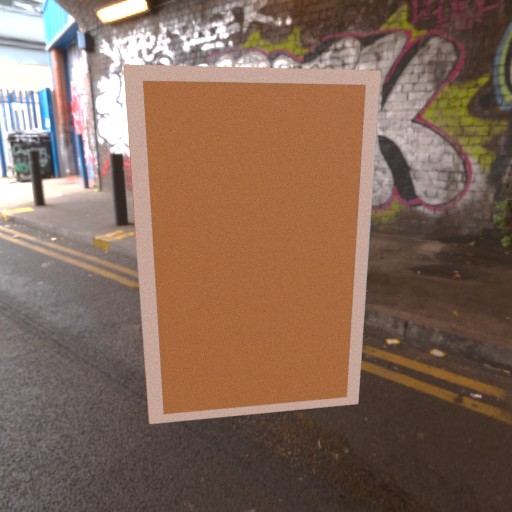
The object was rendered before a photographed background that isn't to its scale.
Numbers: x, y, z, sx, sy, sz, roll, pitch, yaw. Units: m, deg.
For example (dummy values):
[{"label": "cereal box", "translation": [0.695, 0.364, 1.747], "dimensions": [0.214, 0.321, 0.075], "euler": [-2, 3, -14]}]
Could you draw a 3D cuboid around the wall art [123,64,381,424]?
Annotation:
[{"label": "wall art", "translation": [0.000, 0.000, 0.777], "dimensions": [0.401, 0.610, 0.038], "euler": [-2, 15, -9]}]
